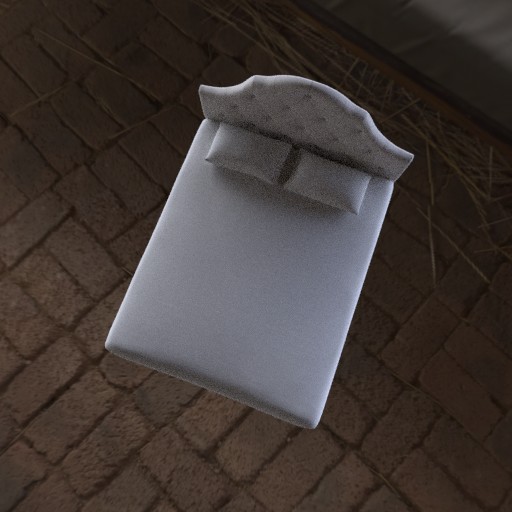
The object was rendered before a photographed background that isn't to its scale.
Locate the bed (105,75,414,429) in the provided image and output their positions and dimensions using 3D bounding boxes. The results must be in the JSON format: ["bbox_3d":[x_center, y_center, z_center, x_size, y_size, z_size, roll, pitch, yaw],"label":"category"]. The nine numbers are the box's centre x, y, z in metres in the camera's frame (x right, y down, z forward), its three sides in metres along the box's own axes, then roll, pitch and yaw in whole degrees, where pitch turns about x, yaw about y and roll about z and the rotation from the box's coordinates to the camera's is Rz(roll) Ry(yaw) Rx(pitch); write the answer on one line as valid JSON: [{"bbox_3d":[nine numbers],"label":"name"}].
[{"bbox_3d":[0.000,0.000,3.834,2.039,1.617,2.477,20,78,5],"label":"bed"}]
